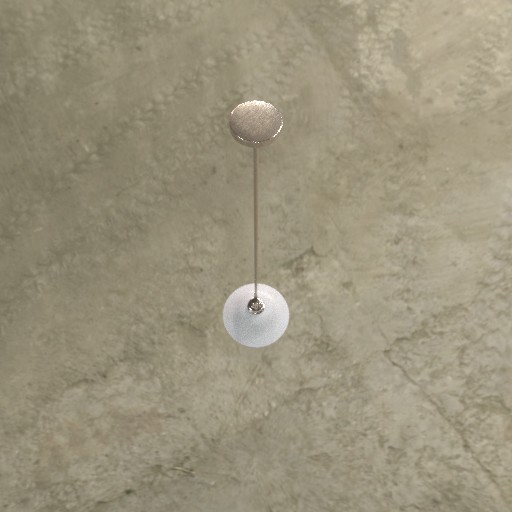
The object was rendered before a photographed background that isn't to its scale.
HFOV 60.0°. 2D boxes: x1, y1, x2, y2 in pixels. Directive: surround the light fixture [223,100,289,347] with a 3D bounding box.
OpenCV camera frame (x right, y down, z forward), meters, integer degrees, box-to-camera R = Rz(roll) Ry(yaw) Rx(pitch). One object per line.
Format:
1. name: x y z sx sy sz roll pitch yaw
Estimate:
1. light fixture: 0.000 0.000 1.549 0.324 1.354 0.324 -2 65 -1
